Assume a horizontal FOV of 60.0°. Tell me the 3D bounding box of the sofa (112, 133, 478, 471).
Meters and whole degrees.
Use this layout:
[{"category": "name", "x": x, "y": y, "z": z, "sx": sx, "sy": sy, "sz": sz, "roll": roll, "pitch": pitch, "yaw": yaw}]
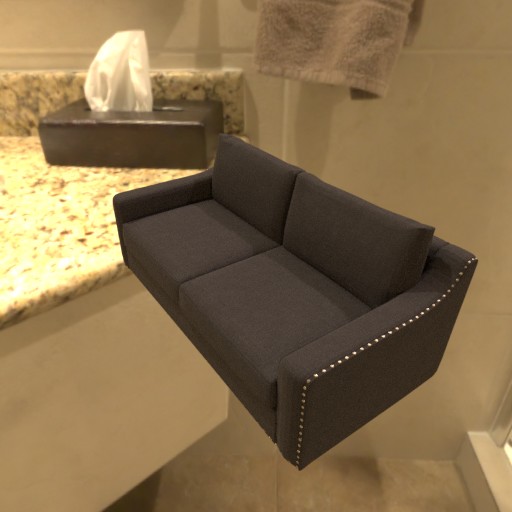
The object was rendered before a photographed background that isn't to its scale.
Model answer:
[{"category": "sofa", "x": 0.000, "y": 0.000, "z": 3.294, "sx": 1.336, "sy": 1.196, "sz": 2.550, "roll": -20, "pitch": 37, "yaw": -29}]
